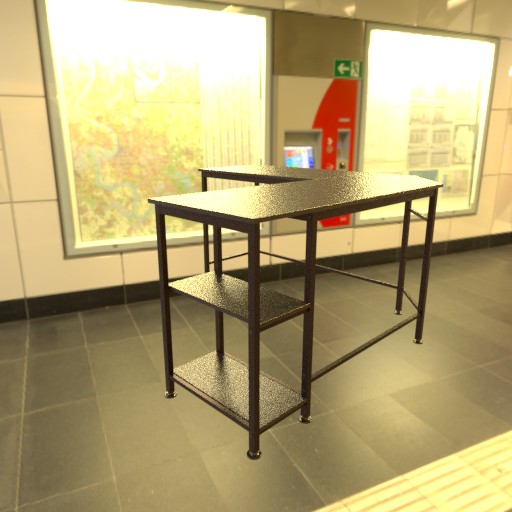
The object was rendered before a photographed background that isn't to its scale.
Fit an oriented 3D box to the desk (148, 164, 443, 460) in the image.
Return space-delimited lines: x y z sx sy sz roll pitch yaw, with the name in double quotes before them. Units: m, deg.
"desk" 0.000 0.000 2.159 1.379 0.739 1.379 -15 21 -43
